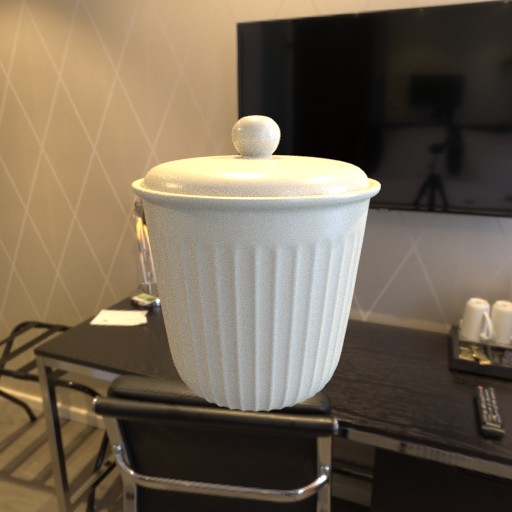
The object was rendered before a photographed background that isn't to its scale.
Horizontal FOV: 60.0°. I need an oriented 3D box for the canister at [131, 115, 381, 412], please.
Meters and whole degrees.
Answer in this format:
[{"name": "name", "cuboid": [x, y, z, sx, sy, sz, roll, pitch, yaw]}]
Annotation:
[{"name": "canister", "cuboid": [0.000, 0.000, 0.349, 0.181, 0.211, 0.181, 0, 16, 0]}]
